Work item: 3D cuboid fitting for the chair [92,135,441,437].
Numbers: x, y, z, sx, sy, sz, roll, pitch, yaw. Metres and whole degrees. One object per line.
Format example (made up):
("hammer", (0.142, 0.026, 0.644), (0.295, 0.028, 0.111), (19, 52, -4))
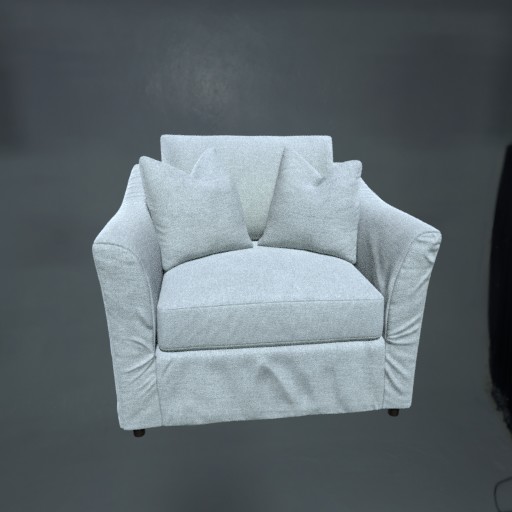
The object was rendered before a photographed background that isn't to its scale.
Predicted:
("chair", (0.000, 0.000, 2.023), (1.194, 1.059, 1.071), (-2, 16, -7))
